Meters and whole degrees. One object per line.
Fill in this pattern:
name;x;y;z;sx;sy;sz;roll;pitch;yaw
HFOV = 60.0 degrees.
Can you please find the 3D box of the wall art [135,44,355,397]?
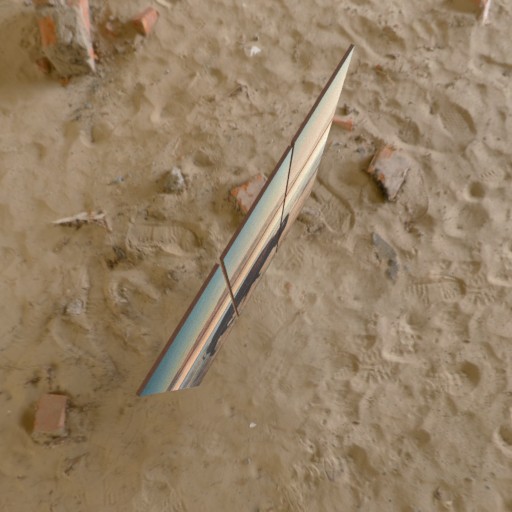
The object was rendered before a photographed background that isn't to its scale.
wall art;0.000;0.000;1.850;0.019;1.218;1.221;29;77;7
